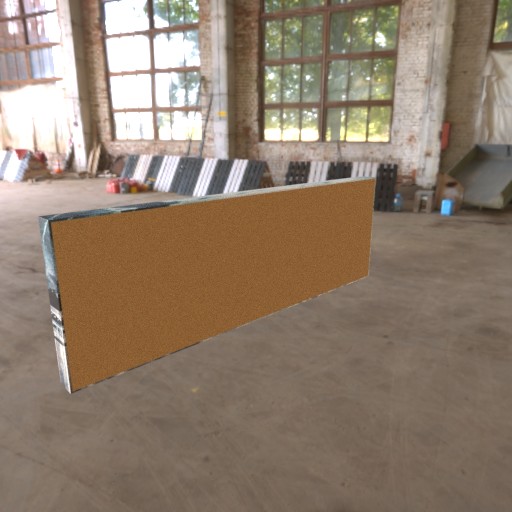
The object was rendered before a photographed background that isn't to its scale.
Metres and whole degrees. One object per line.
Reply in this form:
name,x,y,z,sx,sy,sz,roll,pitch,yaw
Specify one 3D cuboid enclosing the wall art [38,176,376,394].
wall art,0.000,0.000,0.858,0.759,0.251,0.037,-15,22,-41
